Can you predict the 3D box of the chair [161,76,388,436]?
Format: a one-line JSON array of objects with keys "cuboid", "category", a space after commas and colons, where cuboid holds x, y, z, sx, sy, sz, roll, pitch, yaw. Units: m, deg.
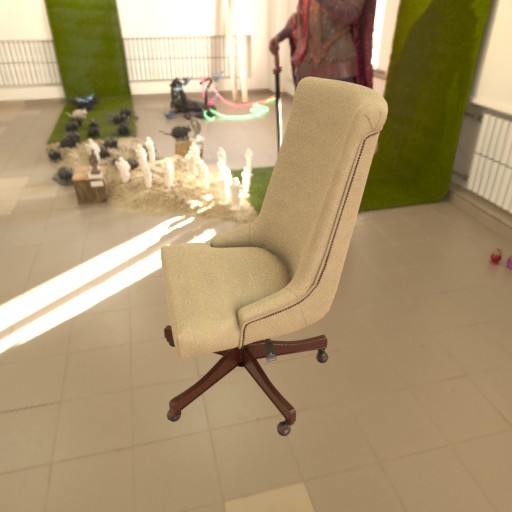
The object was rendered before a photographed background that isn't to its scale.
[{"cuboid": [0.000, 0.000, 1.434, 0.696, 1.010, 0.645, -8, 32, -13], "category": "chair"}]
